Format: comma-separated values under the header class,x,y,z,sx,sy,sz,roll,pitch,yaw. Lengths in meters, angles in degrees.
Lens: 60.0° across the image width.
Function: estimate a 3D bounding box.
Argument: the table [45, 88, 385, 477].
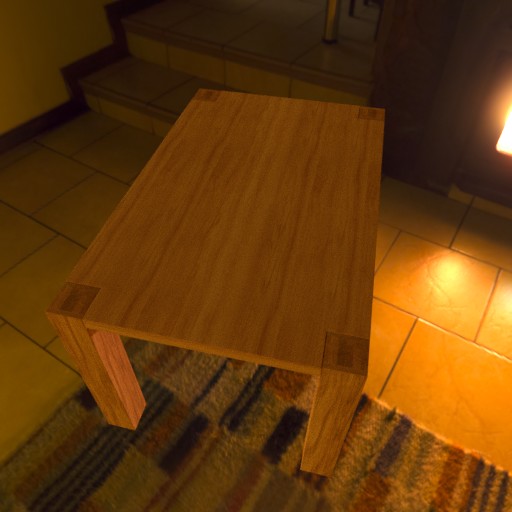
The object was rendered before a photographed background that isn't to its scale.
class,x,y,z,sx,sy,sz,roll,pitch,yaw
table,0.000,0.000,1.923,0.900,0.760,1.400,10,47,9
